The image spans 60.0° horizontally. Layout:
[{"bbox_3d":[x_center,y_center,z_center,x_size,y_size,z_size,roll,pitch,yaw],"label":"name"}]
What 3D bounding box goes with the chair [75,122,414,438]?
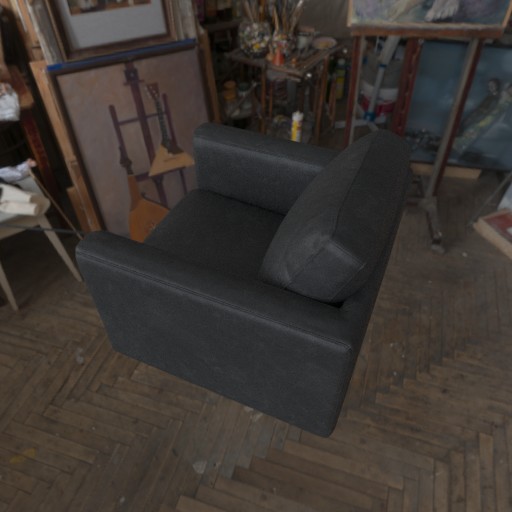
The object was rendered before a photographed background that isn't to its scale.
[{"bbox_3d":[0.000,0.000,1.588,0.879,0.898,0.831,18,49,16],"label":"chair"}]
